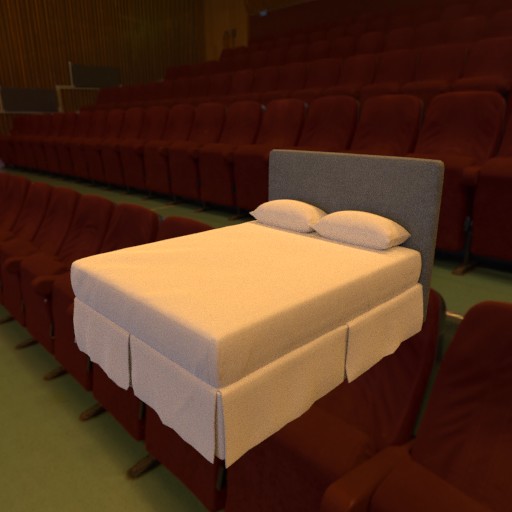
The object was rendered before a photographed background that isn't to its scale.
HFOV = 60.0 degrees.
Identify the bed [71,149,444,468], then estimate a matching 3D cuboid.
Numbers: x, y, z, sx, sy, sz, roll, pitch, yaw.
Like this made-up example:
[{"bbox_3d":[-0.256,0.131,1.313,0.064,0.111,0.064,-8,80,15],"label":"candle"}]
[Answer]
[{"bbox_3d":[0.000,0.000,3.164,2.142,1.330,1.713,-16,23,-42],"label":"bed"}]
